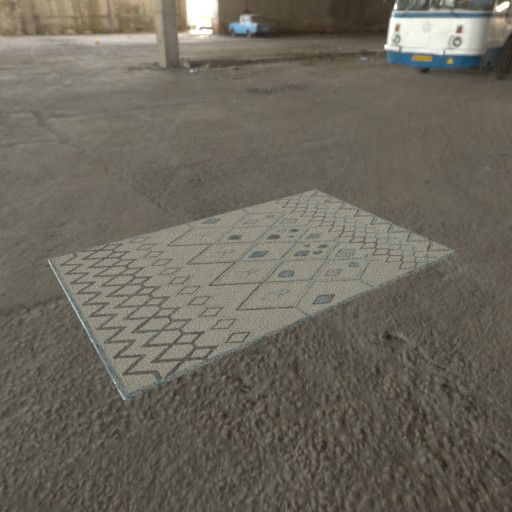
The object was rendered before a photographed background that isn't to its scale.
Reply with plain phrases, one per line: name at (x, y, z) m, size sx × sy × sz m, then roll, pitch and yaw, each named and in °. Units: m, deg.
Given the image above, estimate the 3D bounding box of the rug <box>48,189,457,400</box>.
rug at (0.000, 0.000, 3.102) m, size 2.439 × 0.015 × 1.524 m, roll -18°, pitch 34°, yaw -29°
